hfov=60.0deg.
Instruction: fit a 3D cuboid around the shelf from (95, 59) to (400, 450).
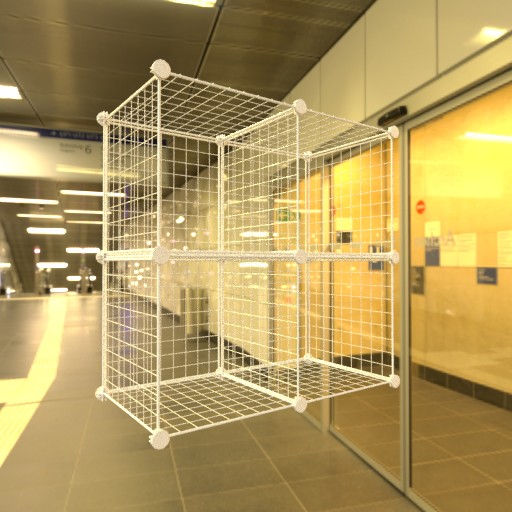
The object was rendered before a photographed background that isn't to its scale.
[{"bbox_3d":[0.000,0.000,1.150,0.711,0.711,0.356,1,-1,-36],"label":"shelf"}]
